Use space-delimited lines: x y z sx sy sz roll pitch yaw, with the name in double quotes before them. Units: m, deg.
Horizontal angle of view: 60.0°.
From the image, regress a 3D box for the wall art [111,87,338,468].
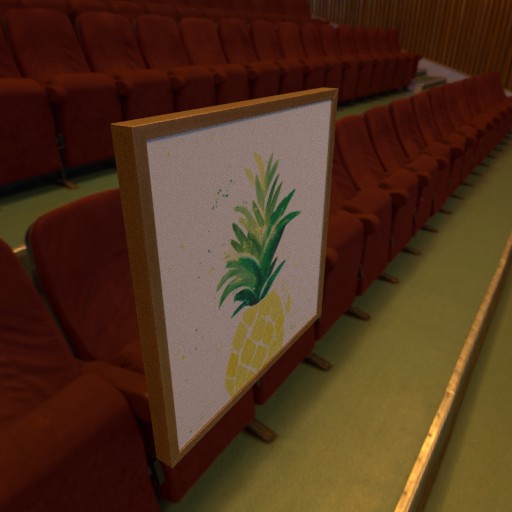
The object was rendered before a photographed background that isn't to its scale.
"wall art" 0.000 0.000 0.767 0.033 0.509 0.510 16 30 30
